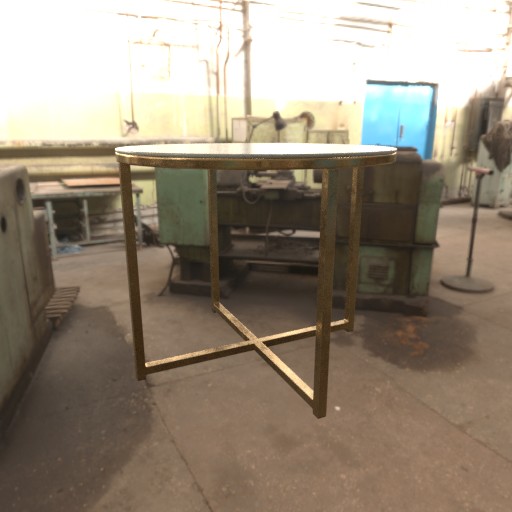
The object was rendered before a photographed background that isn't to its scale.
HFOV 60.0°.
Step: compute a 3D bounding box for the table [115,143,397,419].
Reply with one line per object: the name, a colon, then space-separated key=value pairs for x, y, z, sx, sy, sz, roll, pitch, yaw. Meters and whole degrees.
table: x=0.000 y=0.000 z=0.879 sx=0.500 sy=0.420 sz=0.500 roll=0 pitch=16 yaw=0
